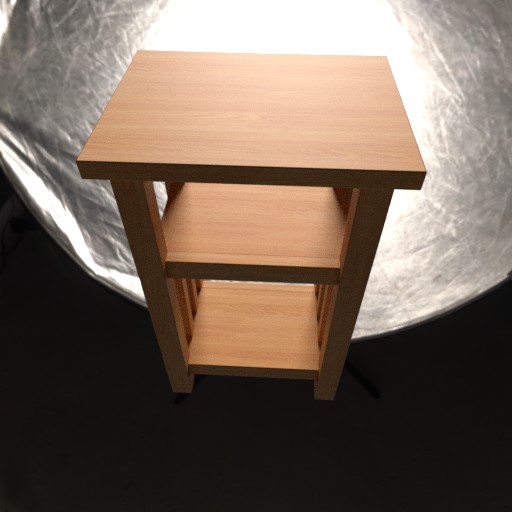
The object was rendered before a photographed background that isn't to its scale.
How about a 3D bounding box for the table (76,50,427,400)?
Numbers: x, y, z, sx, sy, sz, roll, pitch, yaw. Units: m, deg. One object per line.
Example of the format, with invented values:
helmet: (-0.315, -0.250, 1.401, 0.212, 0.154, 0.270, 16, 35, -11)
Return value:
table: (0.000, 0.000, 0.732, 0.350, 0.550, 0.270, 2, 47, 2)
